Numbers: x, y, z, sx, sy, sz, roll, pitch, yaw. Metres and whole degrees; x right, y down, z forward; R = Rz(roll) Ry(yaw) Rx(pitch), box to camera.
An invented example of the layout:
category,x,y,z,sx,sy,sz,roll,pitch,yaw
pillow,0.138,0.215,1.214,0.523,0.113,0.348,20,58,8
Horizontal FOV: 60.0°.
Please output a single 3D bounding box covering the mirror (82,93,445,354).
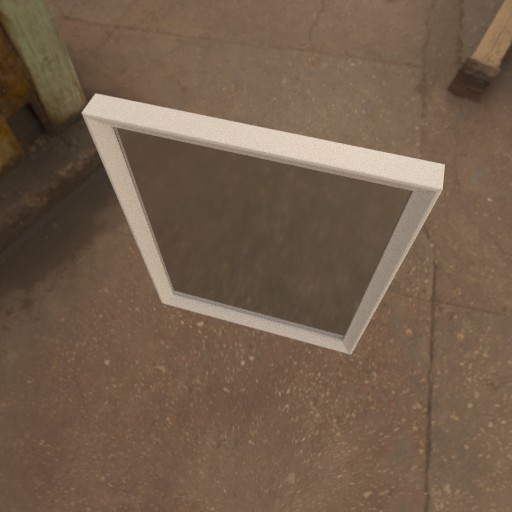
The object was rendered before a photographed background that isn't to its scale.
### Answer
category,x,y,z,sx,sy,sz,roll,pitch,yaw
mirror,0.000,0.000,0.706,0.406,0.509,0.041,14,60,8
